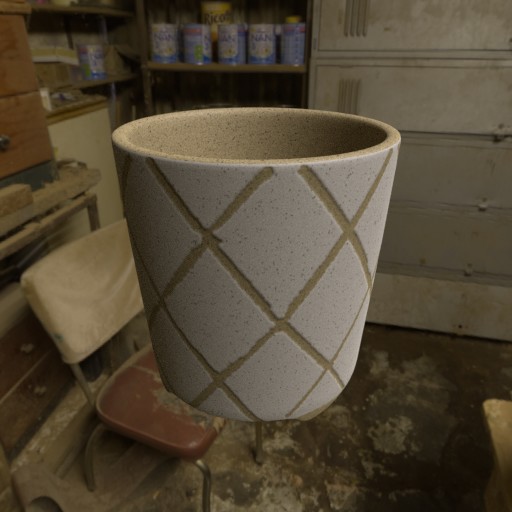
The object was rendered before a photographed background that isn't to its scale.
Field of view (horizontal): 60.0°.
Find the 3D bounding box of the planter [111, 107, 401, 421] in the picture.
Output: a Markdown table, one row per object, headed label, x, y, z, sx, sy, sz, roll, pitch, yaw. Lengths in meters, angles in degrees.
| label | x | y | z | sx | sy | sz | roll | pitch | yaw |
| --- | --- | --- | --- | --- | --- | --- | --- | --- | --- |
| planter | 0.000 | 0.000 | 0.414 | 0.228 | 0.235 | 0.228 | 0 | 26 | 0 |
